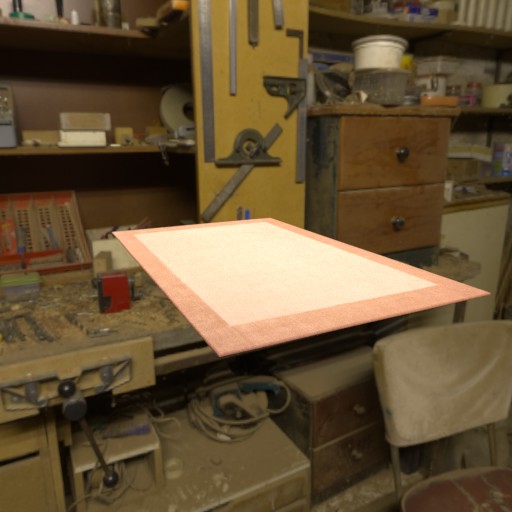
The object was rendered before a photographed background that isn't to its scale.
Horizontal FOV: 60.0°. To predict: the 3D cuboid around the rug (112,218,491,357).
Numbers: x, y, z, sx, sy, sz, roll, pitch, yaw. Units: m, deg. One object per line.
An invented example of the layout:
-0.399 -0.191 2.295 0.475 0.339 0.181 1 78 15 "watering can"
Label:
0.000 0.000 3.036 1.524 0.014 2.438 -7 17 -25 "rug"
